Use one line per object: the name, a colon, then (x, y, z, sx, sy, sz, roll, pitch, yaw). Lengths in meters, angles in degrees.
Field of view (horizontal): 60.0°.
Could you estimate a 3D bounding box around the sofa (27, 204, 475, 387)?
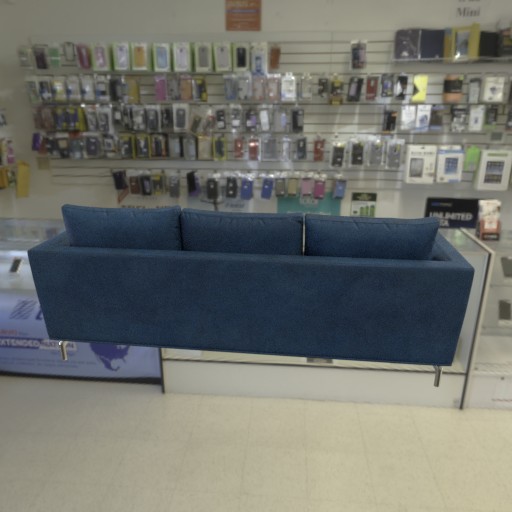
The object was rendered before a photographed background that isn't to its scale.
sofa: (0.000, 0.000, 3.208, 2.438, 0.987, 1.622, 2, 19, 7)
